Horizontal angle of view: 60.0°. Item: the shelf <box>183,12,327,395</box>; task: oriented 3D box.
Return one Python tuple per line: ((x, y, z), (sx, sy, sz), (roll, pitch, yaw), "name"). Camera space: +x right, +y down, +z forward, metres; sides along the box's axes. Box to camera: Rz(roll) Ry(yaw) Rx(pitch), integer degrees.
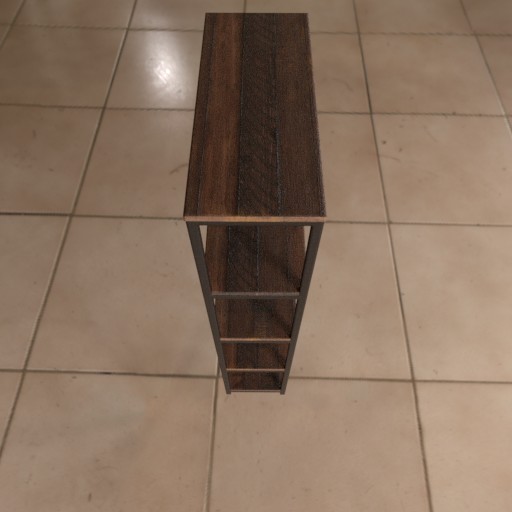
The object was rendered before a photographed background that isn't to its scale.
((0.000, 0.000, 2.127), (0.359, 1.860, 0.874), (0, 59, 0), "shelf")
